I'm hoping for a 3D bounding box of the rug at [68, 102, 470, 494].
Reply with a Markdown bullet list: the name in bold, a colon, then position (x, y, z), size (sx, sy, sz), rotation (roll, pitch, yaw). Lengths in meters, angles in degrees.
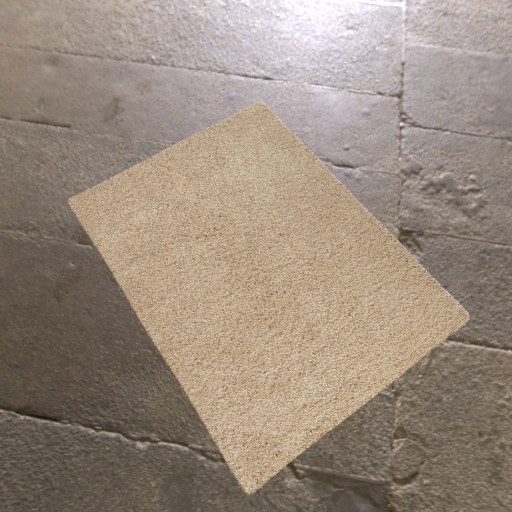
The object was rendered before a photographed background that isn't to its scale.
- **rug**: position (0.000, 0.000, 2.089), size (1.199, 0.025, 1.600), rotation (-32, 67, -15)
